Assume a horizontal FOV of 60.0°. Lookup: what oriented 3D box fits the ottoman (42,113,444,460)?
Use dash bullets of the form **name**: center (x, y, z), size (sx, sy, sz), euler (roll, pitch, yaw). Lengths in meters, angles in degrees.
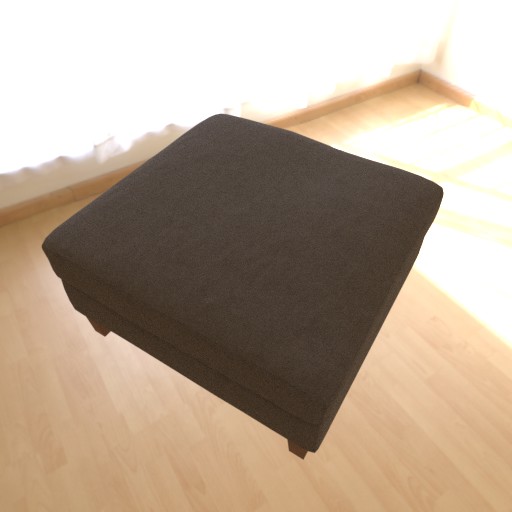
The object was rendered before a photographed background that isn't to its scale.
- **ottoman**: center (0.000, 0.000, 1.415), size (0.881, 0.482, 0.861), euler (24, 51, 22)
